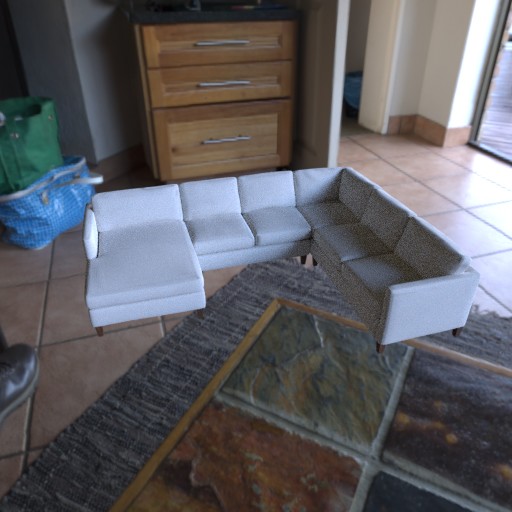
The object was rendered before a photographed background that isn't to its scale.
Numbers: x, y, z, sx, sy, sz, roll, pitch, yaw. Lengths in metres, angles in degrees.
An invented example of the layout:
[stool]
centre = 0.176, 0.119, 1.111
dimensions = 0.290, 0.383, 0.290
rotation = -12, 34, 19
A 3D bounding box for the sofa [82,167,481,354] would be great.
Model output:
[sofa]
centre = 0.000, 0.000, 4.664
dimensions = 3.459, 0.956, 2.593
rotation = -9, 33, -14
